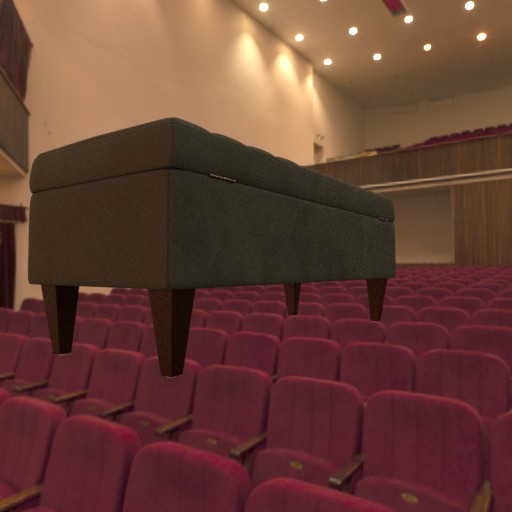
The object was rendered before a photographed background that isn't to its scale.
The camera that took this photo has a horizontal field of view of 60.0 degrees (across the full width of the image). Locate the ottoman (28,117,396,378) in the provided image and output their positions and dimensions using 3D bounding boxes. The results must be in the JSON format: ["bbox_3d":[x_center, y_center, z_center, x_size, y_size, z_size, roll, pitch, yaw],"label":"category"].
[{"bbox_3d":[0.000,0.000,1.334,0.482,0.469,1.151,-1,-2,36],"label":"ottoman"}]
